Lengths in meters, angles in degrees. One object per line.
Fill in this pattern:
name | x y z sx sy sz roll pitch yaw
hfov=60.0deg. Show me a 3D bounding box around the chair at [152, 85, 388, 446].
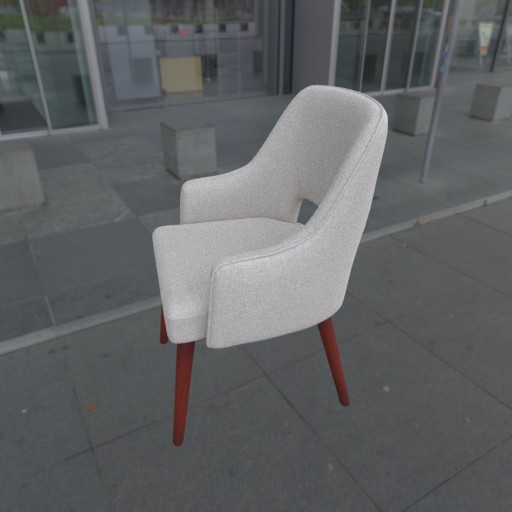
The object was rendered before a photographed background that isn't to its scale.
chair | 0.000 0.000 1.232 0.580 0.840 0.560 -8 30 -13
